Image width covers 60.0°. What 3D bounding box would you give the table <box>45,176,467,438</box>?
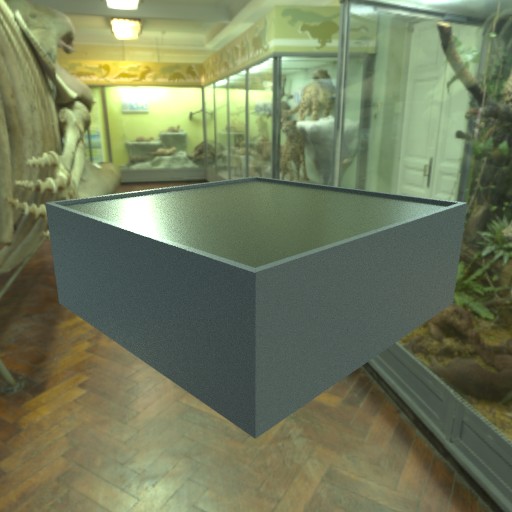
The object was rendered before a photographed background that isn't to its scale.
[{"bbox_3d":[0.000,0.000,1.233,0.801,0.299,0.801,-16,24,-42],"label":"table"}]
